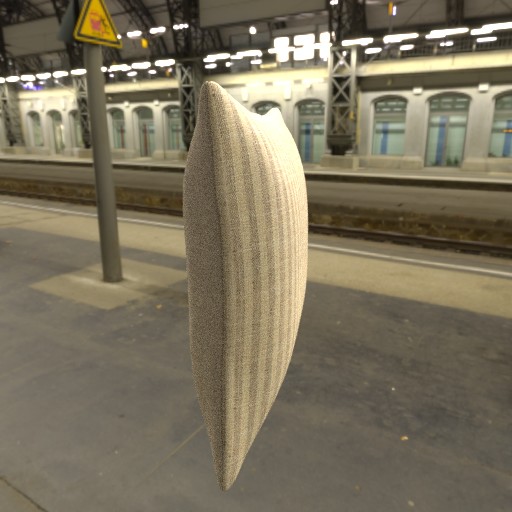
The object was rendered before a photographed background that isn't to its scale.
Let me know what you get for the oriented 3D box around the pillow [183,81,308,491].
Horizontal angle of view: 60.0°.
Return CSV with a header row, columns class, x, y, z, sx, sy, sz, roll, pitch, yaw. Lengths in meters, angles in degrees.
class,x,y,z,sx,sy,sz,roll,pitch,yaw
pillow,0.000,0.000,0.760,0.166,0.510,0.523,3,15,10
